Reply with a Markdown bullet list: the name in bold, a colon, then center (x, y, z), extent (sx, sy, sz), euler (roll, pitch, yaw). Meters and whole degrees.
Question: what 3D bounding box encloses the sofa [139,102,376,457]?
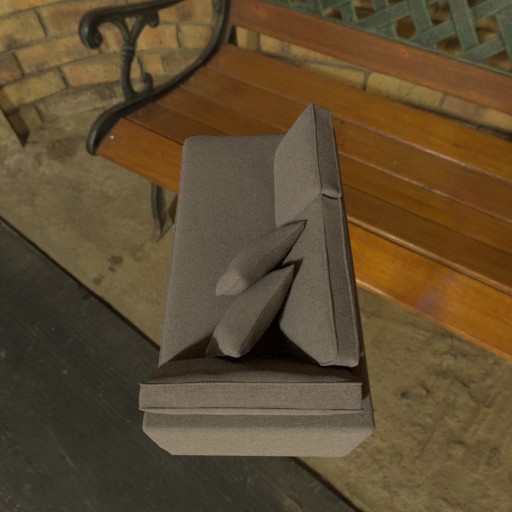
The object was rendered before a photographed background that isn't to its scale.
- **sofa**: center (0.000, 0.000, 2.828), extent (1.110, 1.033, 2.237), euler (0, 58, 0)
